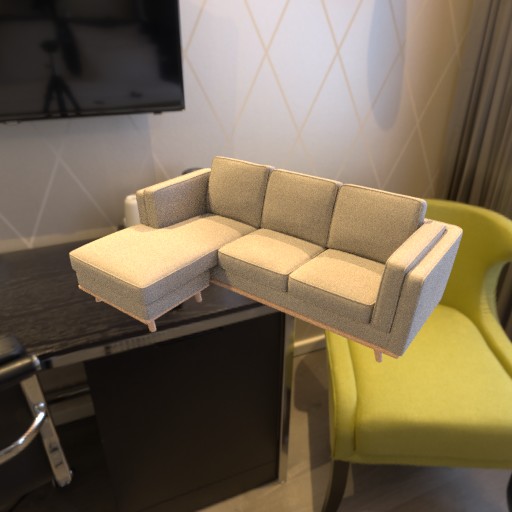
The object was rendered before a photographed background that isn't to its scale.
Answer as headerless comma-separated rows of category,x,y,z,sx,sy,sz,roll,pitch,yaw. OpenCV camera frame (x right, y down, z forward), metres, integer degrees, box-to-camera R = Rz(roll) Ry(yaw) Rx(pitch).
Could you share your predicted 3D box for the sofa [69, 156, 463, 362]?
sofa,0.000,0.000,3.234,2.411,0.929,1.604,19,33,32
